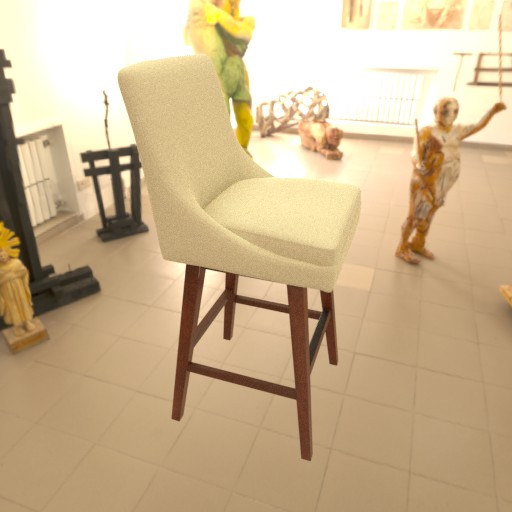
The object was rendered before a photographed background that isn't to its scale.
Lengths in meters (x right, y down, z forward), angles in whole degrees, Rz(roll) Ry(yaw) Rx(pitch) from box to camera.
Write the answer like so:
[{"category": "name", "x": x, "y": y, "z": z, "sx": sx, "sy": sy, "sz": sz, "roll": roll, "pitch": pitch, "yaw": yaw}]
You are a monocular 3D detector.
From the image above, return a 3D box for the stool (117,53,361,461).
[{"category": "stool", "x": 0.000, "y": 0.000, "z": 1.354, "sx": 0.559, "sy": 1.097, "sz": 0.470, "roll": 10, "pitch": 30, "yaw": 17}]
